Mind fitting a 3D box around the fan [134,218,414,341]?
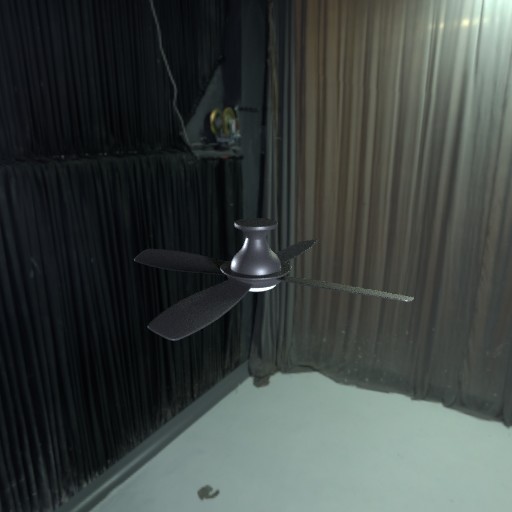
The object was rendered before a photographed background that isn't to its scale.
[{"bbox_3d":[0.000,0.000,2.465,1.694,0.382,1.694,8,18,26],"label":"fan"}]
